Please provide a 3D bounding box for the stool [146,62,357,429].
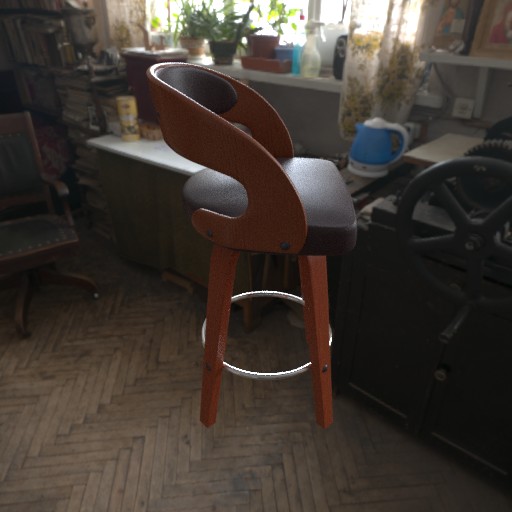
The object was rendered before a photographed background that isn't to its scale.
[{"bbox_3d":[0.000,0.000,1.183,0.457,0.940,0.457,0,31,1],"label":"stool"}]
